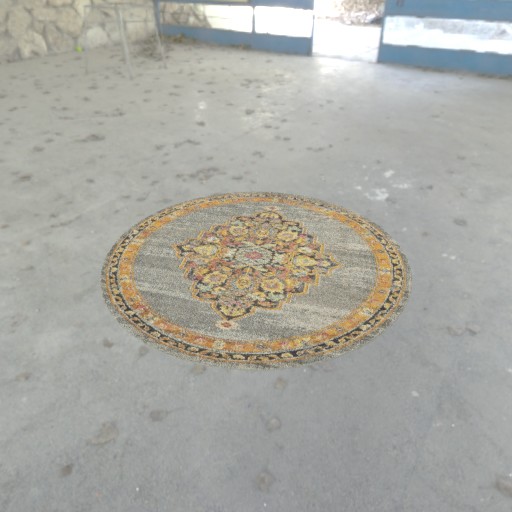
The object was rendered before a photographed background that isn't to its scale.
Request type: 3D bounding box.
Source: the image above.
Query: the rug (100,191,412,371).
[{"bbox_3d":[0.000,0.000,3.520,2.382,0.014,2.382,0,33,0],"label":"rug"}]
